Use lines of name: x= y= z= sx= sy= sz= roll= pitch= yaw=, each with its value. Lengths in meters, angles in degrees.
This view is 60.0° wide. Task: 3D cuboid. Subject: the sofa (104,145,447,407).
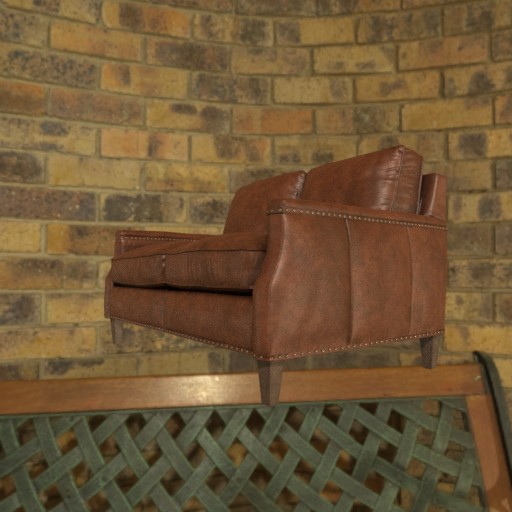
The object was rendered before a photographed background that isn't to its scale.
sofa: x=0.000 y=0.000 z=2.292 sx=1.083 sy=1.003 sz=1.628 roll=1 pitch=-2 yaw=-36
